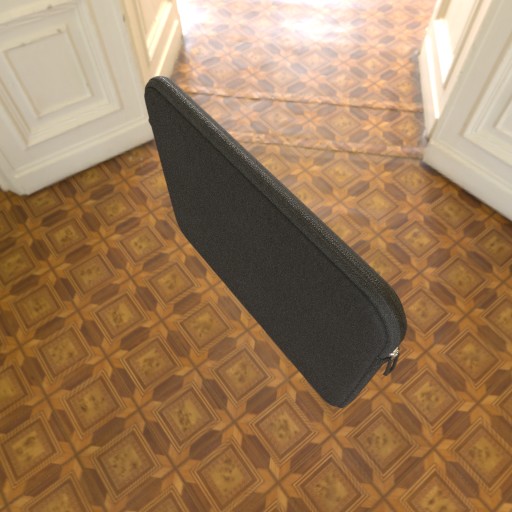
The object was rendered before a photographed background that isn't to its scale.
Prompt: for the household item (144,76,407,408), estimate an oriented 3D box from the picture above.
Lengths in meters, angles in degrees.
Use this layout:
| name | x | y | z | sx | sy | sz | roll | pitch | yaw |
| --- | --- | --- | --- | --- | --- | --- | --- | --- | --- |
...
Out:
| name | x | y | z | sx | sy | sz | roll | pitch | yaw |
| --- | --- | --- | --- | --- | --- | --- | --- | --- | --- |
| household item | 0.000 | 0.000 | 0.529 | 0.030 | 0.305 | 0.396 | -34 | 65 | -19 |
